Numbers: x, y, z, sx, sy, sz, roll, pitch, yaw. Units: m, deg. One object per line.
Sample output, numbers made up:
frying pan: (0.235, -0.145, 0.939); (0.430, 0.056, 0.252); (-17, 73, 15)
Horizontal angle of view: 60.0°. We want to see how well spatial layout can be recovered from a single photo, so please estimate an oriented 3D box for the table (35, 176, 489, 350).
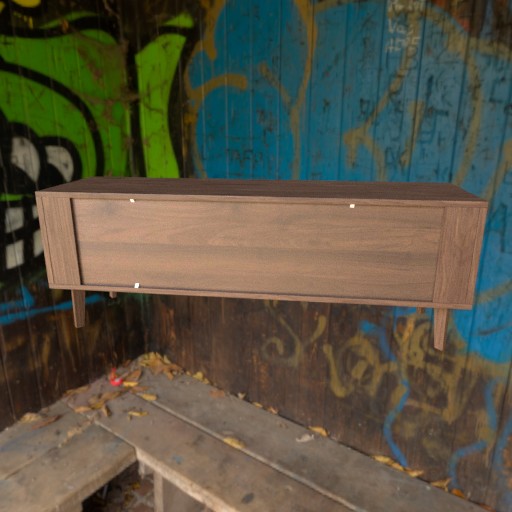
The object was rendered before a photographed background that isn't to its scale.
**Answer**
table: (0.000, 0.000, 1.622); (1.397, 0.508, 0.405); (2, 18, 7)
